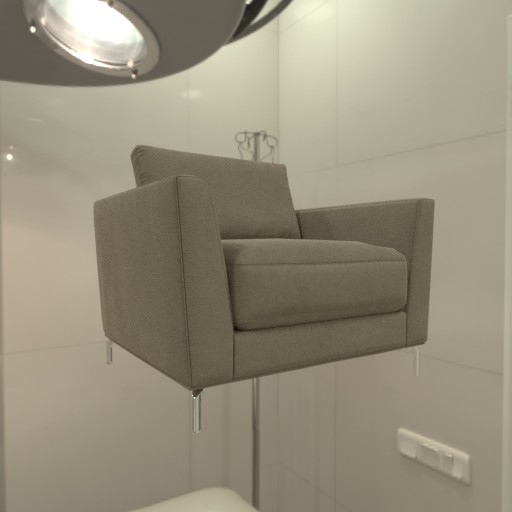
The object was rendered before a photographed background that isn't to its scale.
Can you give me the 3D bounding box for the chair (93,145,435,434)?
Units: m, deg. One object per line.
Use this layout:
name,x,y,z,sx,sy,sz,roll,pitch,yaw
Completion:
chair,0.000,0.000,1.680,1.041,0.864,0.889,-1,2,-34
